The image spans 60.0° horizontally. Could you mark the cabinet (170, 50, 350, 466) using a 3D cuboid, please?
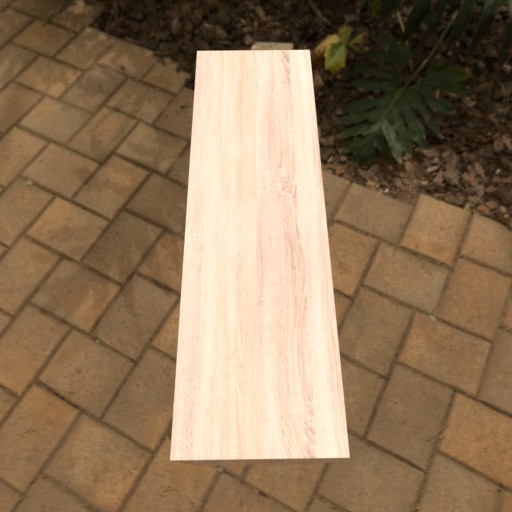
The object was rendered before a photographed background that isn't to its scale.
[{"bbox_3d":[0.000,0.000,1.947,0.500,0.780,1.650,-1,64,0],"label":"cabinet"}]
